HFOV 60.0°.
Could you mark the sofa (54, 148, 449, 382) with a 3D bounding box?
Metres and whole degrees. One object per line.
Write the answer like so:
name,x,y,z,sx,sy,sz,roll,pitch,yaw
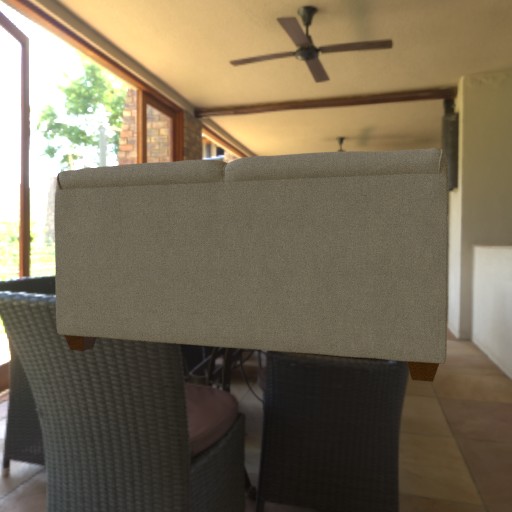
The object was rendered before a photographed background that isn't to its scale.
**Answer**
sofa,0.000,0.000,2.419,1.846,0.958,0.998,1,2,18
